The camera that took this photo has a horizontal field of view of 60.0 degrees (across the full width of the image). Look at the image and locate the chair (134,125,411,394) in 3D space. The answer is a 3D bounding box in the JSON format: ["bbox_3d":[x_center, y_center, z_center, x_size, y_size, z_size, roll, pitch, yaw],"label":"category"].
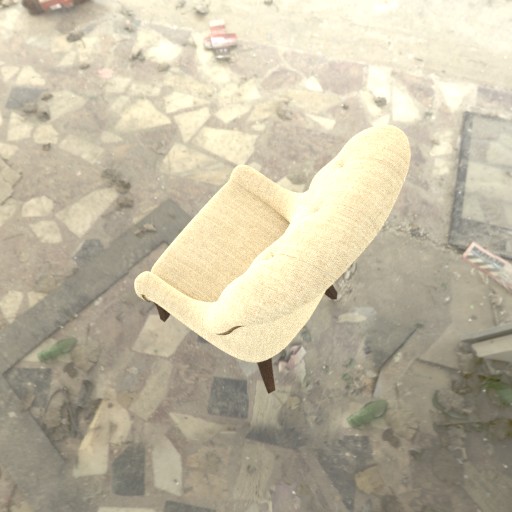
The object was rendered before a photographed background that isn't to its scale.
[{"bbox_3d":[0.000,0.000,1.469,0.629,1.091,0.634,33,69,14],"label":"chair"}]
